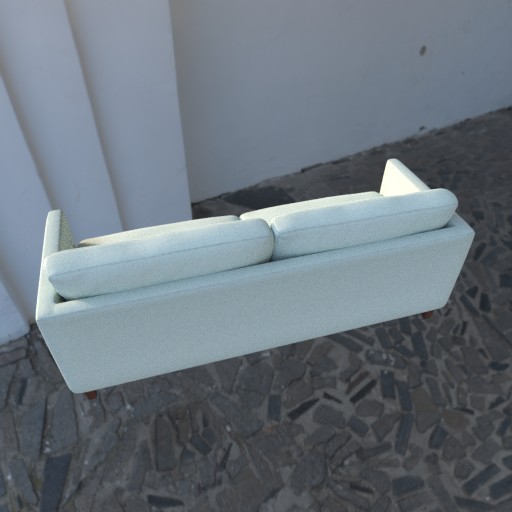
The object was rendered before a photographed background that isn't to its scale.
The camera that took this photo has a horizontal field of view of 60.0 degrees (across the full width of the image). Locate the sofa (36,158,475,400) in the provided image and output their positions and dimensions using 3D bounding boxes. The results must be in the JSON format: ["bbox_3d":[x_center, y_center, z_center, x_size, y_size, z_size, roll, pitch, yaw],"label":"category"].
[{"bbox_3d":[0.000,0.000,2.829,2.434,0.965,0.948,-11,42,-12],"label":"sofa"}]
